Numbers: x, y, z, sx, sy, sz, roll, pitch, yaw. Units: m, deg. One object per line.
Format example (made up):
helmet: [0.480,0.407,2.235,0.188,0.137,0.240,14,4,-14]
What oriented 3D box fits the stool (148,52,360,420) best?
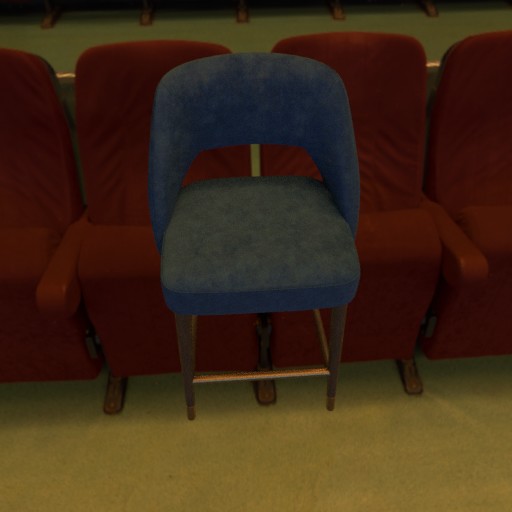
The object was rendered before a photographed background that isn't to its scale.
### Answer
stool: [0.000,0.000,1.243,0.536,0.925,0.524,-3,47,-3]
